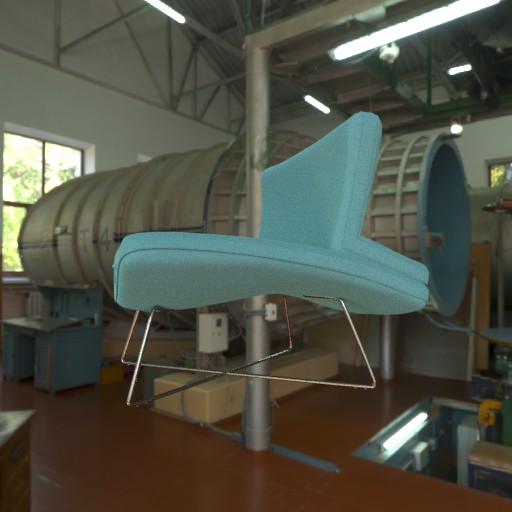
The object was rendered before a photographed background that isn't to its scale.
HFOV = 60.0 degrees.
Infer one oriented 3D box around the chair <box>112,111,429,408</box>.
[{"bbox_3d":[0.000,0.000,1.641,1.008,0.855,0.859,0,-1,-18],"label":"chair"}]
